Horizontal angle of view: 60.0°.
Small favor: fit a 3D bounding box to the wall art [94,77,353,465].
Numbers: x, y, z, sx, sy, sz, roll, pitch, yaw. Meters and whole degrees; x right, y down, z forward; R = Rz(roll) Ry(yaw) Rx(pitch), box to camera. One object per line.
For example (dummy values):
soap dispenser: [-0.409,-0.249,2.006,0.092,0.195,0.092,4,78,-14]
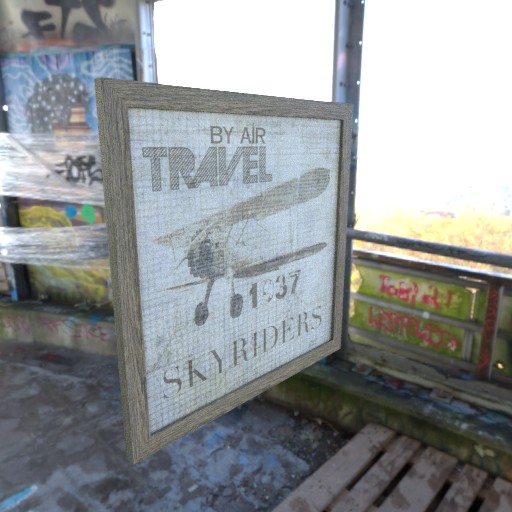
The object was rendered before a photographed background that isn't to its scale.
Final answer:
wall art: [0.000,0.000,0.739,0.019,0.508,0.508,14,20,43]
